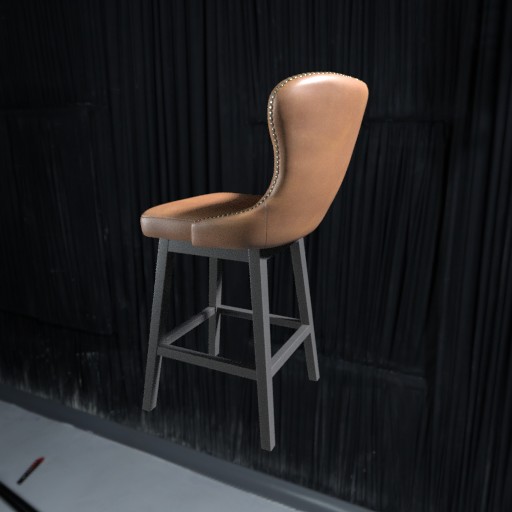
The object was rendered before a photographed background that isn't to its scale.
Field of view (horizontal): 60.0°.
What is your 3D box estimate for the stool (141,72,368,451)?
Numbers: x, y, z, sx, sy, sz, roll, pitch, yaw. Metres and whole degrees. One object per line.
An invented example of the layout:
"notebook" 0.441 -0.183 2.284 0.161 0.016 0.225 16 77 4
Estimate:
"stool" 0.000 0.000 1.335 0.593 0.971 0.528 7 17 25
